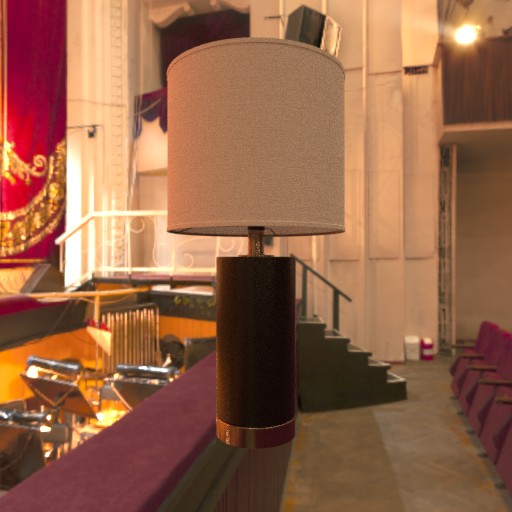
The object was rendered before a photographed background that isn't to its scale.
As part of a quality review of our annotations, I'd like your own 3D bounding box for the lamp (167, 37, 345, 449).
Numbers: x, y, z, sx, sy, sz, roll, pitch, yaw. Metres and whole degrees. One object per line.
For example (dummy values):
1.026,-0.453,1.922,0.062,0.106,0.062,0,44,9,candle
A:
0.000,0.000,0.608,0.241,0.482,0.240,0,0,16,lamp
